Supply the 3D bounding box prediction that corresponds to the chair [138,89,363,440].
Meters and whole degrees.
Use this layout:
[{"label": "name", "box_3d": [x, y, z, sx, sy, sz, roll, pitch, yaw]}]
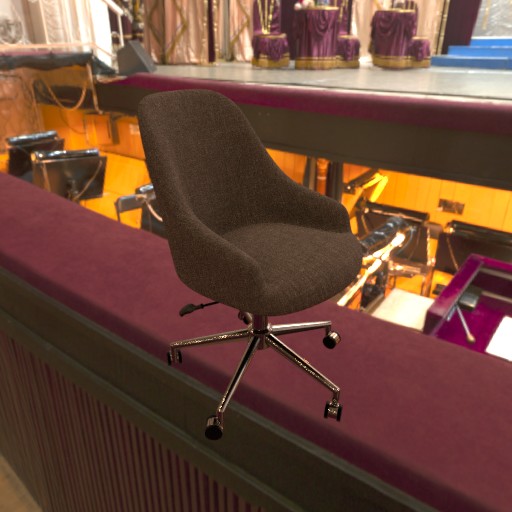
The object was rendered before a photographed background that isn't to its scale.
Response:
[{"label": "chair", "box_3d": [0.000, 0.000, 1.411, 0.712, 0.950, 0.671, 18, 31, 32]}]
